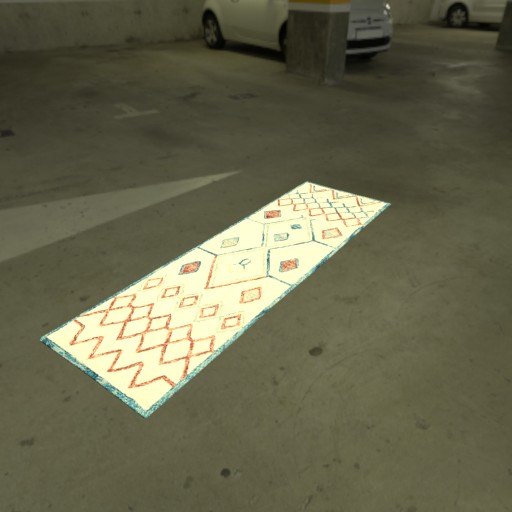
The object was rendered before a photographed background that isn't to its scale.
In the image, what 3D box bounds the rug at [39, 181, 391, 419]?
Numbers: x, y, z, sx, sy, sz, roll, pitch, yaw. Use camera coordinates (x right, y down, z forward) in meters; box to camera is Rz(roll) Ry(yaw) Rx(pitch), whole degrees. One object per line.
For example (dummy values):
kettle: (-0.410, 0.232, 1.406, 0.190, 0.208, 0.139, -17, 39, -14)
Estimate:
rug: (0.000, 0.000, 2.735, 0.750, 0.011, 2.435, 21, 38, 31)
